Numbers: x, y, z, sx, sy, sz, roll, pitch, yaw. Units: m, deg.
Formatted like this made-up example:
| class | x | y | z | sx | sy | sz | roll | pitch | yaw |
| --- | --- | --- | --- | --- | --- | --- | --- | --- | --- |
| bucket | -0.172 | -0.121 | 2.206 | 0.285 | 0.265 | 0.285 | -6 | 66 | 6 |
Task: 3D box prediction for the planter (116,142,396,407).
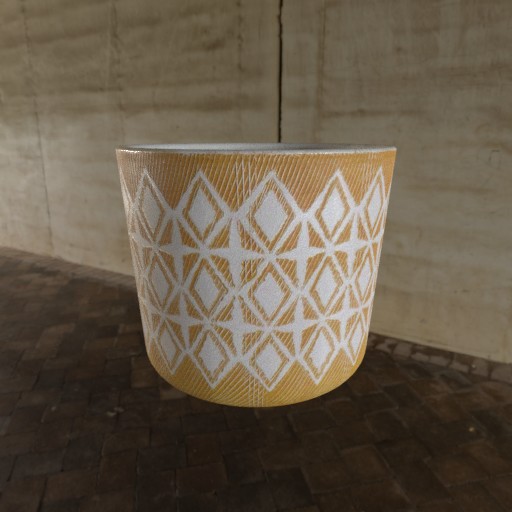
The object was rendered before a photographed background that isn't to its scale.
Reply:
| class | x | y | z | sx | sy | sz | roll | pitch | yaw |
| --- | --- | --- | --- | --- | --- | --- | --- | --- | --- |
| planter | 0.000 | 0.000 | 0.340 | 0.193 | 0.165 | 0.193 | 0 | 15 | 0 |
